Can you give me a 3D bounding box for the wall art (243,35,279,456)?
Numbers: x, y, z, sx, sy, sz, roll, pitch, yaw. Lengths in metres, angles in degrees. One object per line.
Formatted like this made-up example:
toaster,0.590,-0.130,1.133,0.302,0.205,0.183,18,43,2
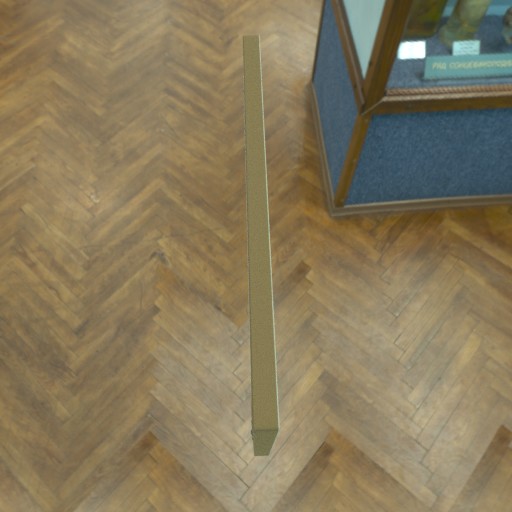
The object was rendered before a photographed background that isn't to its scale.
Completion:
wall art,0.000,0.000,0.478,0.019,0.254,0.380,-2,62,-1
